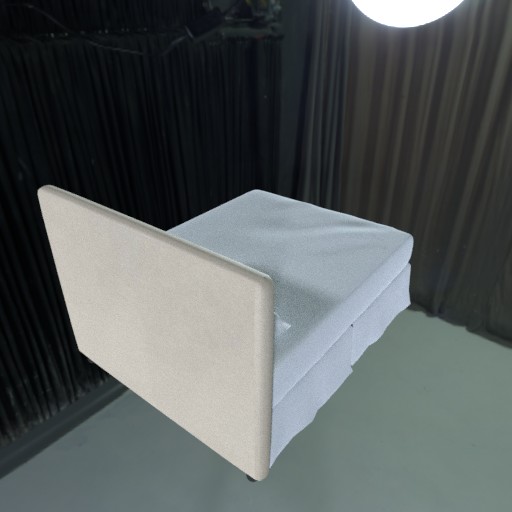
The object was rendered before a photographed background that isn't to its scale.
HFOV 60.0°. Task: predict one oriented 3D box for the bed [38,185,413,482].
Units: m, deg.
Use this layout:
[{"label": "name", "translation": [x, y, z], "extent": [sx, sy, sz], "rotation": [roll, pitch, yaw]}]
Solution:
[{"label": "bed", "translation": [0.000, 0.000, 3.173], "extent": [1.723, 1.330, 2.142], "rotation": [21, 36, 32]}]
